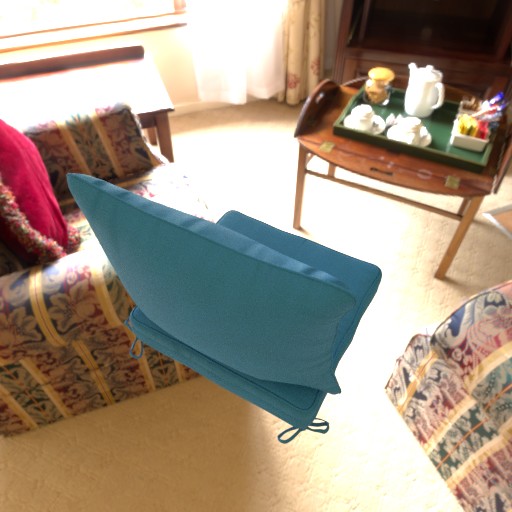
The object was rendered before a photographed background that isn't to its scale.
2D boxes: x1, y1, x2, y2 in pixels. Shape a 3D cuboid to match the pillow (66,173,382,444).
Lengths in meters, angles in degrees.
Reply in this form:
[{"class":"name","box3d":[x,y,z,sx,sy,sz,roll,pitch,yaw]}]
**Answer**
[{"class":"pillow","box3d":[0.000,0.000,1.385,0.798,0.725,0.733,23,51,20]}]
